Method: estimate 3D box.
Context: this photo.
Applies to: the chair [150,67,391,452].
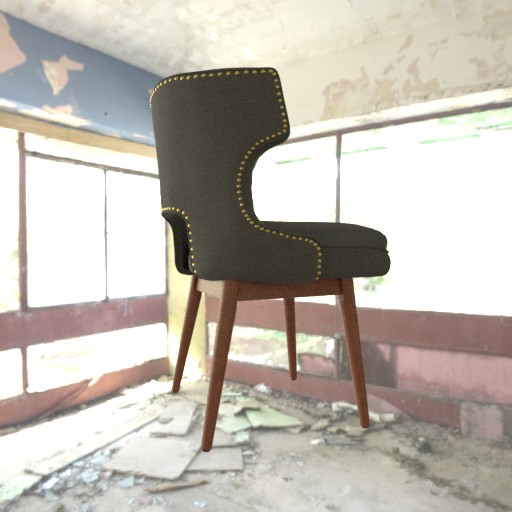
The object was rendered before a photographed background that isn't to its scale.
[{"bbox_3d":[0.000,0.000,1.252,0.581,0.863,0.595,0,0,-19],"label":"chair"}]
